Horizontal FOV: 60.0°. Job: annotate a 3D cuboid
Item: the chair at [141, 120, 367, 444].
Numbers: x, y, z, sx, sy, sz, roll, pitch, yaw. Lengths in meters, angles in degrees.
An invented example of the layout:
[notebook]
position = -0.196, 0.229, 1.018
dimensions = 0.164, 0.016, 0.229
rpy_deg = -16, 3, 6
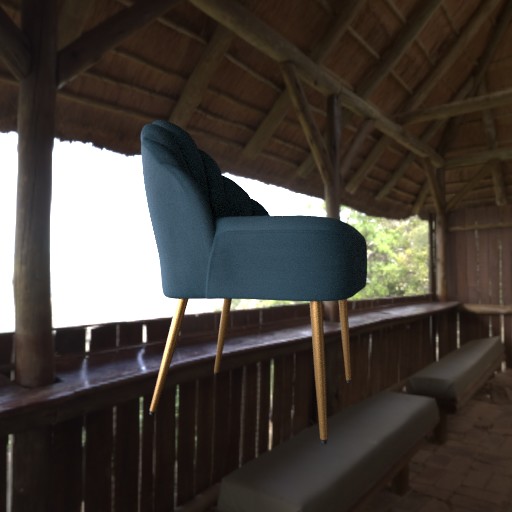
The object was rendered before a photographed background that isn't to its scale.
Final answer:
[chair]
position = 0.000, 0.000, 1.274
dimensions = 0.599, 0.819, 0.657
rpy_deg = 0, -1, 18
